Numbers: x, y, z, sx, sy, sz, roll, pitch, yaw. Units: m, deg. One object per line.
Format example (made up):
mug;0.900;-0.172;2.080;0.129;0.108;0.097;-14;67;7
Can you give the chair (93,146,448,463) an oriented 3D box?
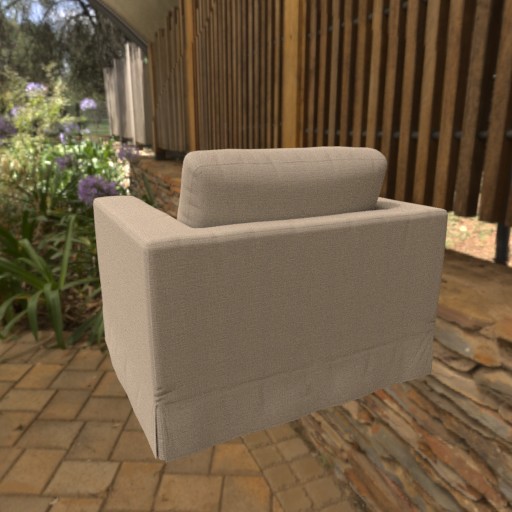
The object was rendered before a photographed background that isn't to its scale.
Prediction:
chair;0.000;0.000;1.816;1.150;0.878;0.957;-8;17;-26
